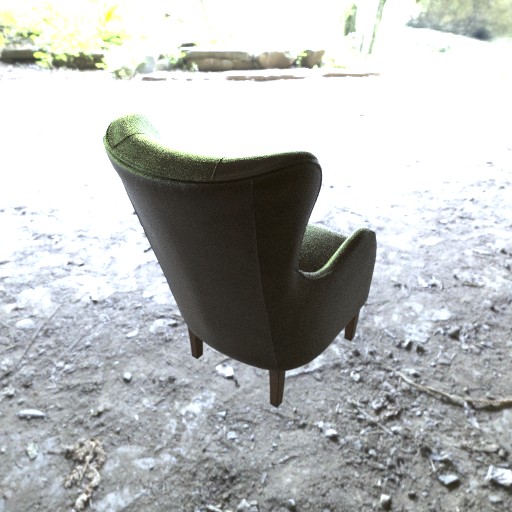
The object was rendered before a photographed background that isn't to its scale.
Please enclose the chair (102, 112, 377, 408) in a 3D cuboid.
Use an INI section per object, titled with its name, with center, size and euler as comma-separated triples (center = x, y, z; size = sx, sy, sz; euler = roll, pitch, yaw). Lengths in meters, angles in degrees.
[chair]
center = 0.000, 0.000, 1.652
size = 0.692, 1.048, 0.914
euler = 22, 38, 32
